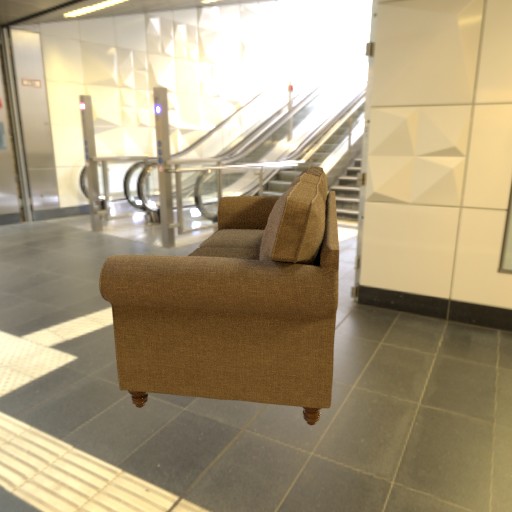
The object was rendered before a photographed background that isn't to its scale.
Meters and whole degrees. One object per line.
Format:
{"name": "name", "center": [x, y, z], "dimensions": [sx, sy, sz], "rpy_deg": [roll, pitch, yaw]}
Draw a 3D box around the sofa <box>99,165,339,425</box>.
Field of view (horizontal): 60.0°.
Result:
{"name": "sofa", "center": [0.000, 0.000, 2.623], "dimensions": [0.916, 0.961, 2.084], "rpy_deg": [2, 15, 9]}
